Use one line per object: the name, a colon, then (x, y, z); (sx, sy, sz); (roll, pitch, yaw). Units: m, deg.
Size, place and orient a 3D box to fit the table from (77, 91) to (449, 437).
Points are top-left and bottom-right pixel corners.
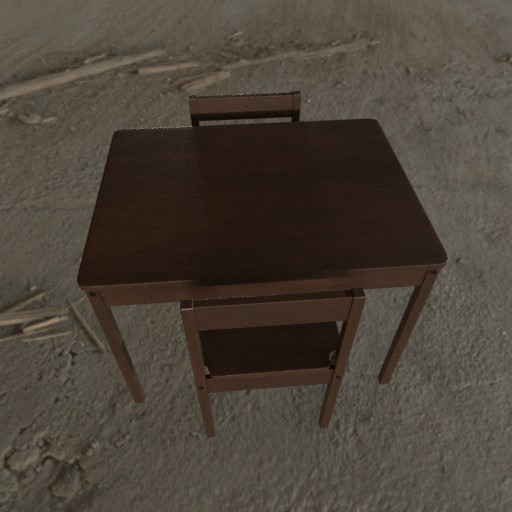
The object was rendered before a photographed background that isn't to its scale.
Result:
table: (0.000, 0.000, 1.083); (0.650, 0.503, 0.672); (-4, 47, -3)
